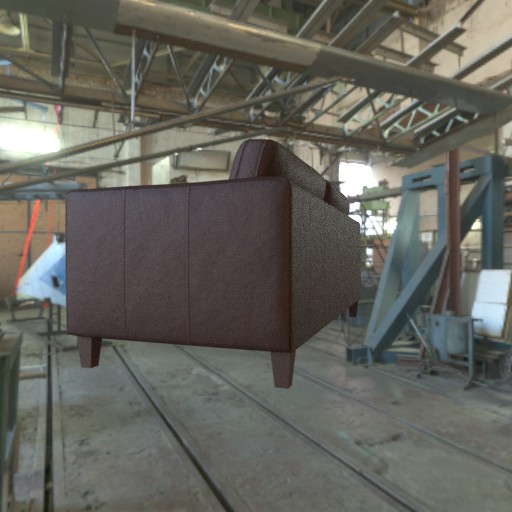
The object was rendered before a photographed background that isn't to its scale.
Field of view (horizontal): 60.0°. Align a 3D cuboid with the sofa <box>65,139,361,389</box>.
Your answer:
[{"bbox_3d":[0.000,0.000,2.448,0.923,0.863,1.971,0,0,20],"label":"sofa"}]
